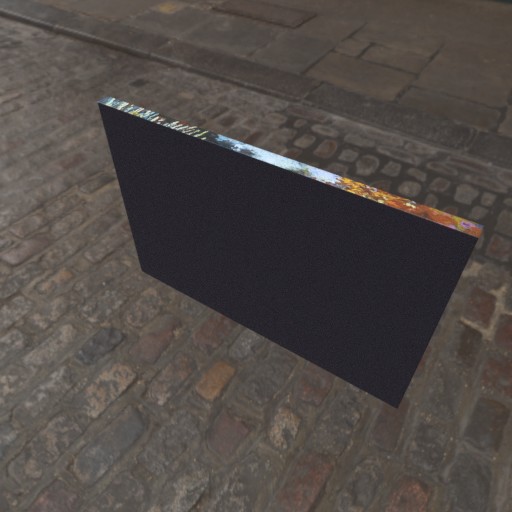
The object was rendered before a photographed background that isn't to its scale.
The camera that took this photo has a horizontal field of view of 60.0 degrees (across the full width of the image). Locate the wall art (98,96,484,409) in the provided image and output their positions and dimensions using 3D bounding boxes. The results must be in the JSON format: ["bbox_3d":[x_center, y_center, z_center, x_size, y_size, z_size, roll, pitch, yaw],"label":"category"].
[{"bbox_3d":[0.000,0.000,1.136,0.908,0.604,0.037,25,50,23],"label":"wall art"}]
